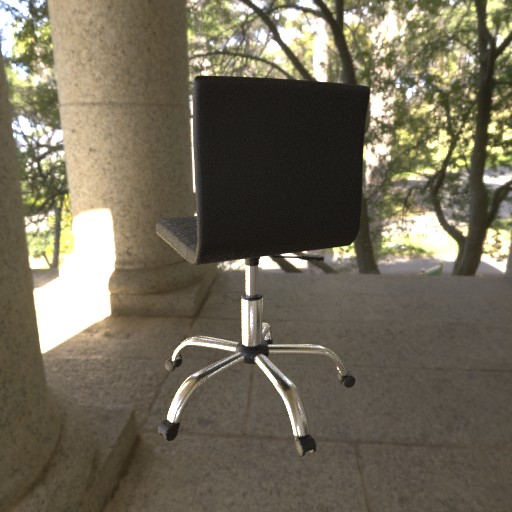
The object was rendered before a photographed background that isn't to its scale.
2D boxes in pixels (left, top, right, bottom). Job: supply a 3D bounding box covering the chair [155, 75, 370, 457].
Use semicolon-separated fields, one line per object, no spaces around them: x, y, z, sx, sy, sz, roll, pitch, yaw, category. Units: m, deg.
0.000;0.000;1.089;0.556;0.780;0.530;-7;17;-25;chair
